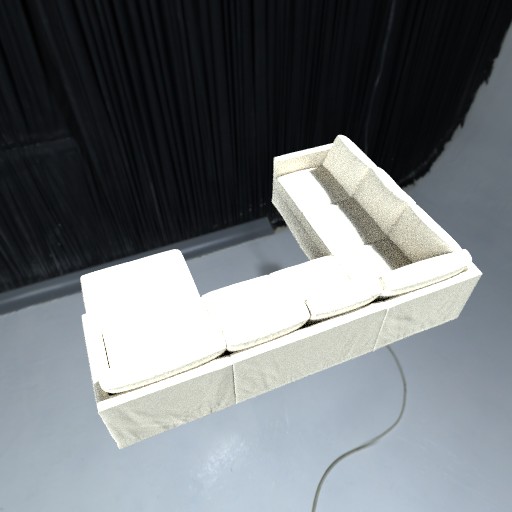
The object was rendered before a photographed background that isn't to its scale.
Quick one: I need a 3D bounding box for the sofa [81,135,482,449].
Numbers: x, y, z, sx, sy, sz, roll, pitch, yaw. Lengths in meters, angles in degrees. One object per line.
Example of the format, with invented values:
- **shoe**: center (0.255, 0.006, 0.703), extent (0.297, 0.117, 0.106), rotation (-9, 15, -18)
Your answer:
- **sofa**: center (0.000, 0.000, 4.507), extent (3.460, 0.882, 2.427), rotation (-17, 48, -15)
